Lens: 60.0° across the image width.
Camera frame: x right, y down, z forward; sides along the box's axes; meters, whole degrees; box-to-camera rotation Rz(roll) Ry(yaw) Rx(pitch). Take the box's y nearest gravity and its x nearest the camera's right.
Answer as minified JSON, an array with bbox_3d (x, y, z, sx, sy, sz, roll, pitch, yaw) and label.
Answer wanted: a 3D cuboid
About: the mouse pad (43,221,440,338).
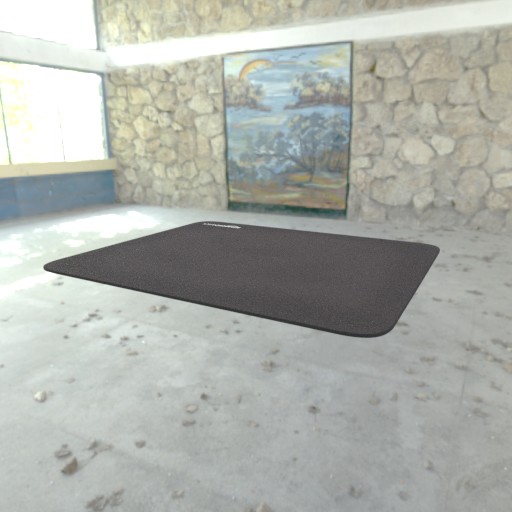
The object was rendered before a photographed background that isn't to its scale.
[{"bbox_3d":[0.000,0.000,0.348,0.249,0.002,0.211,8,17,28],"label":"mouse pad"}]
